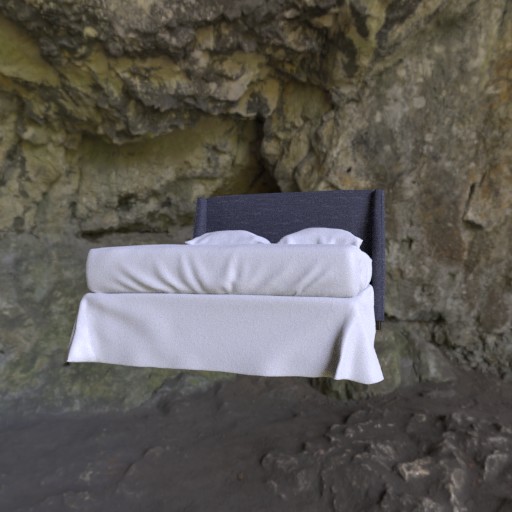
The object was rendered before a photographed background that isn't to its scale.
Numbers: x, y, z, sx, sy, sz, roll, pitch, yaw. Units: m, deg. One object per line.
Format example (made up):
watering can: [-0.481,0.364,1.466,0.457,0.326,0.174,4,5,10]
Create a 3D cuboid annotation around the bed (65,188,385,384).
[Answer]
bed: [0.000,0.000,3.455,1.925,1.332,2.276,0,-1,17]
